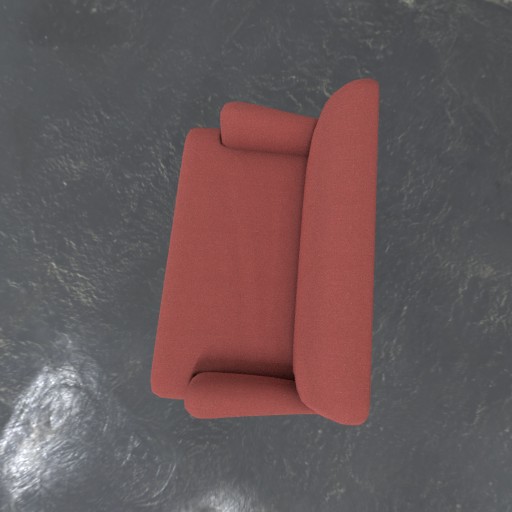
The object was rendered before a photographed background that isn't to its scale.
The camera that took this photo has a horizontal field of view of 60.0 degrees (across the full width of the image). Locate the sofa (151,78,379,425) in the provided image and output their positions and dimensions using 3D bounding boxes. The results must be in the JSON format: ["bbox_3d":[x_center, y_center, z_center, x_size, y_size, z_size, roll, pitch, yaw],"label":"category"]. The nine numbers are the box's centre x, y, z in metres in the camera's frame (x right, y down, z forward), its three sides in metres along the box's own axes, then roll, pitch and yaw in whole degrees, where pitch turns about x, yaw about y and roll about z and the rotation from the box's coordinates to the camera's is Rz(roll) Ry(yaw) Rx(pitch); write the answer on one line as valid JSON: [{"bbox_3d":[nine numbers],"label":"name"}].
[{"bbox_3d":[0.000,0.000,1.859,0.779,0.889,1.297,5,76,1],"label":"sofa"}]
